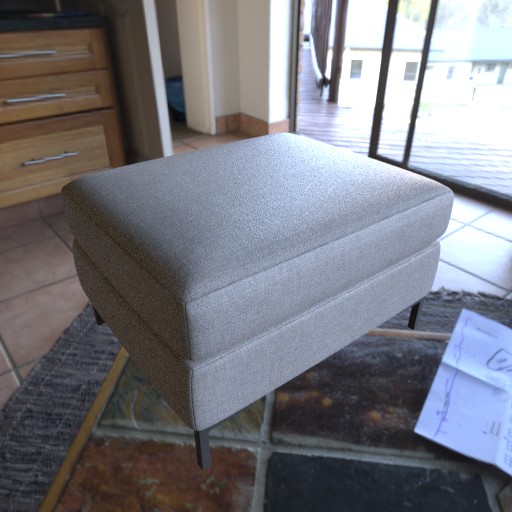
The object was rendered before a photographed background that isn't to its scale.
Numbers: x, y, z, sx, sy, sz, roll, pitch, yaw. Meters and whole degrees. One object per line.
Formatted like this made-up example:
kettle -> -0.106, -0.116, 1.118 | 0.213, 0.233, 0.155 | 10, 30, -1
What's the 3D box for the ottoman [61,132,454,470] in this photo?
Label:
ottoman -> 0.000, 0.000, 1.224 | 0.820, 0.490, 0.671 | -22, 37, -32
